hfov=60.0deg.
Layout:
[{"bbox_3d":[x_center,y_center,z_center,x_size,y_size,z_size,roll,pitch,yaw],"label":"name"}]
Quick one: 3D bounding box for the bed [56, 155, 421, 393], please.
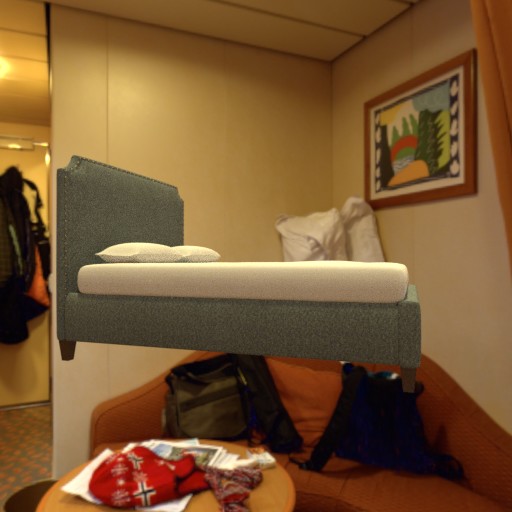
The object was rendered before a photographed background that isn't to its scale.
[{"bbox_3d":[0.000,0.000,3.446,2.372,1.443,1.712,0,-1,19],"label":"bed"}]
